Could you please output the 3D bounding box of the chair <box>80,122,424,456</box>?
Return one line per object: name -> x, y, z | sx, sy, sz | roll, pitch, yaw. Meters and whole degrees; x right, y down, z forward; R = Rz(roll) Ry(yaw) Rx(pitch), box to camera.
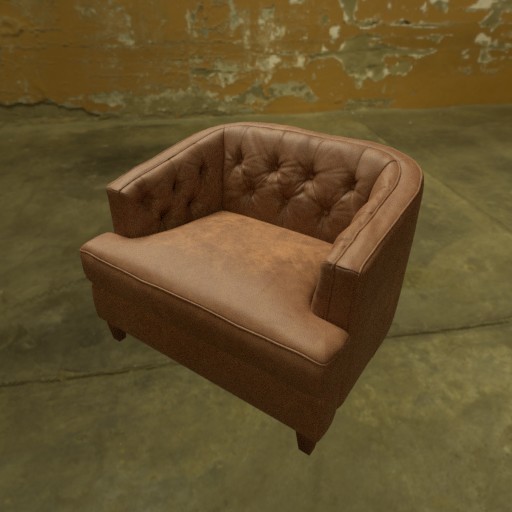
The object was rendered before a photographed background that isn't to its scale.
chair -> 0.000, 0.000, 1.798 | 1.119, 0.836, 0.911 | 20, 36, 30
